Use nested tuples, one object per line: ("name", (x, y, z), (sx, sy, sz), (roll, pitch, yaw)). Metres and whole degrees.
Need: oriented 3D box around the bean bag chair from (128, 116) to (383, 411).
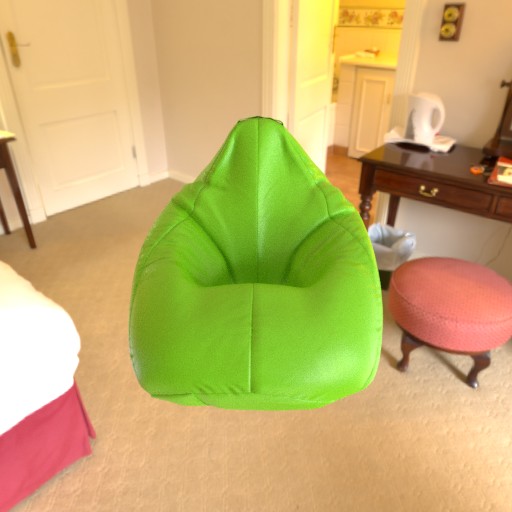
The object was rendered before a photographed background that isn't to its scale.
("bean bag chair", (0.000, 0.000, 1.864), (1.070, 0.990, 1.070), (1, 30, 2))
